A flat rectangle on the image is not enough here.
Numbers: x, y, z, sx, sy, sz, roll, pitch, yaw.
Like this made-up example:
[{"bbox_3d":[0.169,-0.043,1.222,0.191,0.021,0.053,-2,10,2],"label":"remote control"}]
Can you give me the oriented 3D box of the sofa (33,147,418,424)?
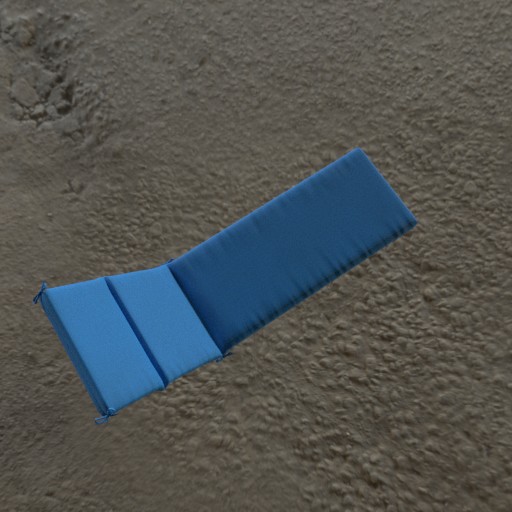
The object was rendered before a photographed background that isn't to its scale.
[{"bbox_3d":[0.000,0.000,1.967,1.663,0.622,0.582,-32,78,-8],"label":"sofa"}]
